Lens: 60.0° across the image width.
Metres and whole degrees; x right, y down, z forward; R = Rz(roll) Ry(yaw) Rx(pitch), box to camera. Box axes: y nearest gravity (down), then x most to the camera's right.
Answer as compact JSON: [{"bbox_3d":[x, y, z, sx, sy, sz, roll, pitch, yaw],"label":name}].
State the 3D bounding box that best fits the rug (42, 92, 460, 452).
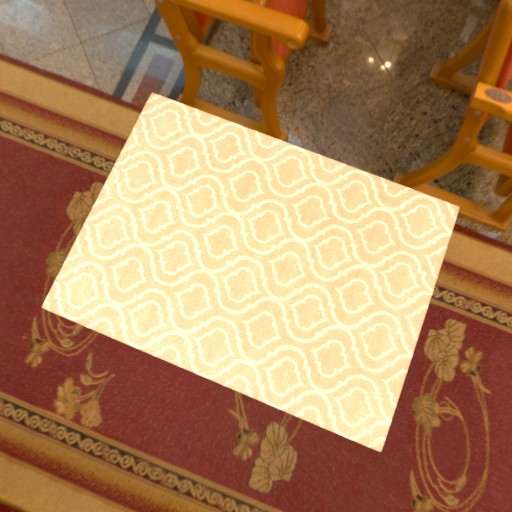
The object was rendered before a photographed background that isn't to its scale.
[{"bbox_3d":[0.000,0.000,4.256,3.353,0.010,2.438,22,78,5],"label":"rug"}]
